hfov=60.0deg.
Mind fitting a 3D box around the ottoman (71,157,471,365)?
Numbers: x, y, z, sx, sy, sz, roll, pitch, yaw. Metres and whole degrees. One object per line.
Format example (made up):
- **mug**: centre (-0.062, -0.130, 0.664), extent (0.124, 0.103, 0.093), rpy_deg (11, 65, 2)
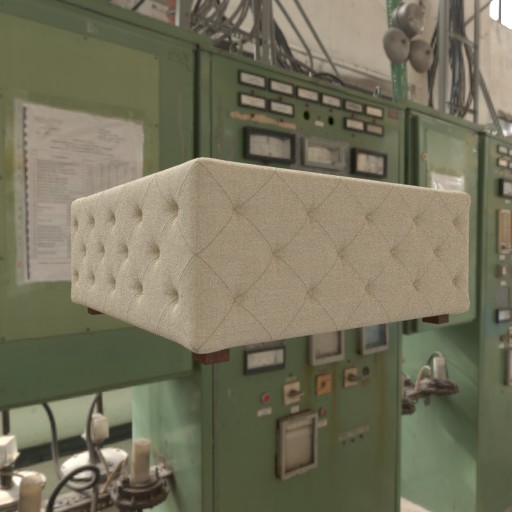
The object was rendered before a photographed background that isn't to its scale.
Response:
- **ottoman**: centre (0.000, 0.000, 1.576), extent (1.028, 0.439, 1.028), rpy_deg (-1, 1, -36)
